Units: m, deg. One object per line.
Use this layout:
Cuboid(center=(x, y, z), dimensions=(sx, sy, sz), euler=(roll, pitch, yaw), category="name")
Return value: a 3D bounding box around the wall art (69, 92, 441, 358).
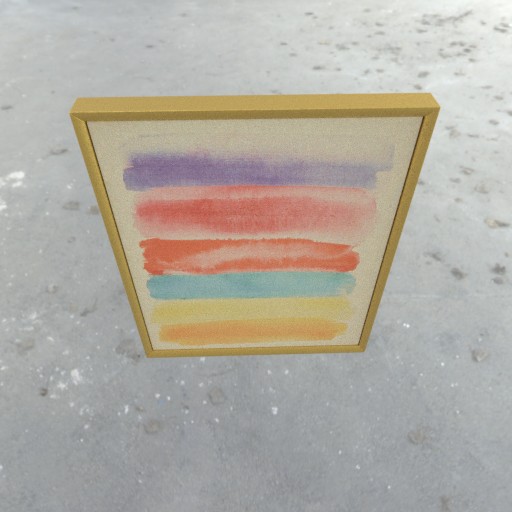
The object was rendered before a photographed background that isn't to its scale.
Cuboid(center=(0.000, 0.000, 0.881), dimensions=(0.537, 0.642, 0.048), euler=(-1, 45, -1), category="wall art")
